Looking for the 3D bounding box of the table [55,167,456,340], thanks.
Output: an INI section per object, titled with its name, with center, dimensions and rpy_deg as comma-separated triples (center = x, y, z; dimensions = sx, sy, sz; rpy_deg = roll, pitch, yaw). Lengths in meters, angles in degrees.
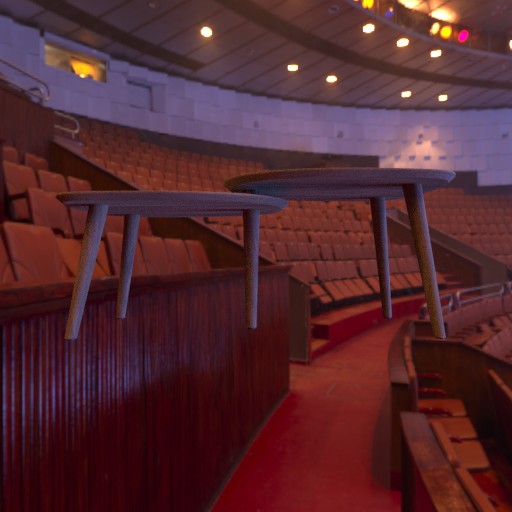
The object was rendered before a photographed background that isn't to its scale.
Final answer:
[table]
center = 0.000, 0.000, 1.328
dimensions = 1.084, 0.429, 0.527
rpy_deg = 0, 0, -1
